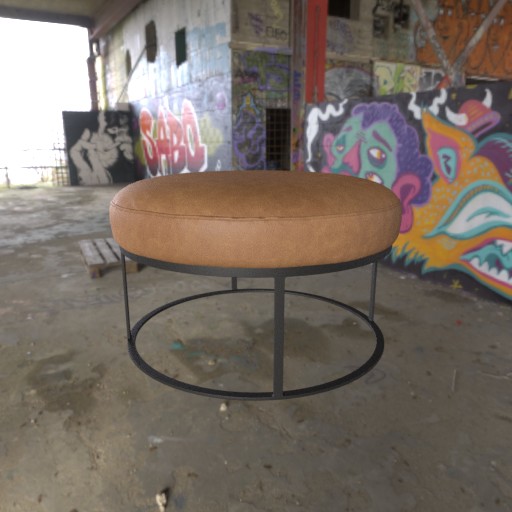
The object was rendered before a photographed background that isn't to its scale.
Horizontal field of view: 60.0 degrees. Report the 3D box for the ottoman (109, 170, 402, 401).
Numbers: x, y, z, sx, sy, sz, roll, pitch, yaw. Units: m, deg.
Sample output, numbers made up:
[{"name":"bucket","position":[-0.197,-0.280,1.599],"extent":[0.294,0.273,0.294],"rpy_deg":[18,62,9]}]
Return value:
[{"name":"ottoman","position":[0.000,0.000,1.261],"extent":[0.771,0.460,0.771],"rpy_deg":[0,15,0]}]
